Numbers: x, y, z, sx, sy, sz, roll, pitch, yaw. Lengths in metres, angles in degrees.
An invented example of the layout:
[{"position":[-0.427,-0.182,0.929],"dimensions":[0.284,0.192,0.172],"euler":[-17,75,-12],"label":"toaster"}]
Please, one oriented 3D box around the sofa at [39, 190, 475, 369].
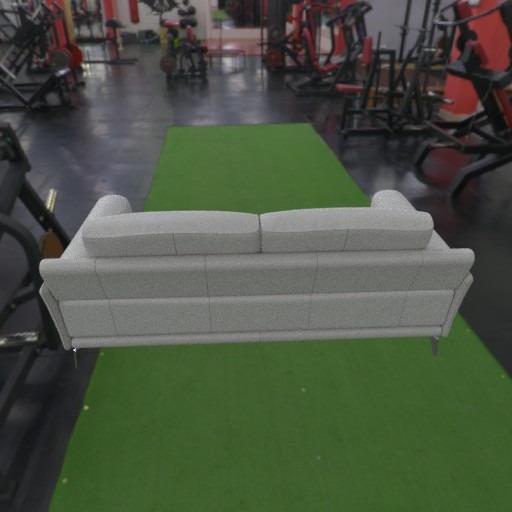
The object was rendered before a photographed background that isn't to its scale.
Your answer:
[{"position":[0.000,0.000,2.599],"dimensions":[2.101,0.930,1.049],"euler":[-1,30,-2],"label":"sofa"}]
